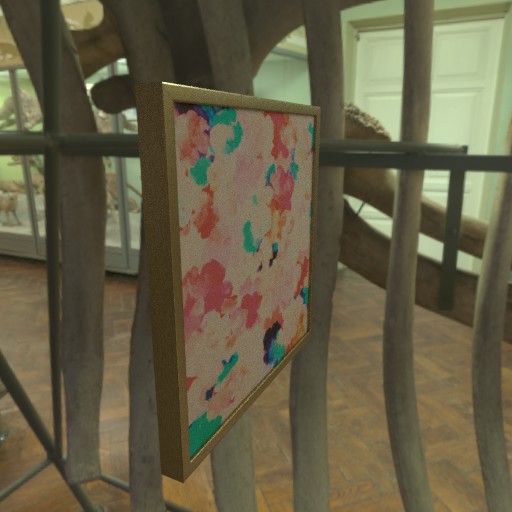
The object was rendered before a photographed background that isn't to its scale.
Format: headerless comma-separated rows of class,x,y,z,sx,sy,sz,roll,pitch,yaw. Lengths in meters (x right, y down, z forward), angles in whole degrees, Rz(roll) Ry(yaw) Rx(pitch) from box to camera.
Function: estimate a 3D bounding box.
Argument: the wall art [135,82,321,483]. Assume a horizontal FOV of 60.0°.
wall art,0.000,0.000,0.760,0.037,0.509,0.510,8,17,26
